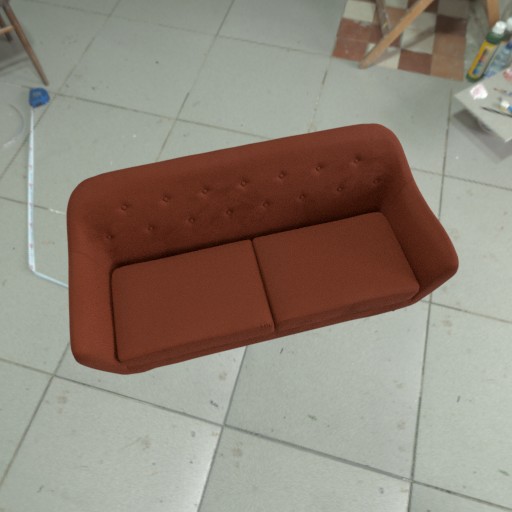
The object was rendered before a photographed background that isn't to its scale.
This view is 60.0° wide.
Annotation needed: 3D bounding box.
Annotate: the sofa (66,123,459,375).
[{"bbox_3d":[0.000,0.000,2.332,1.840,0.836,0.820,-12,63,-6],"label":"sofa"}]
